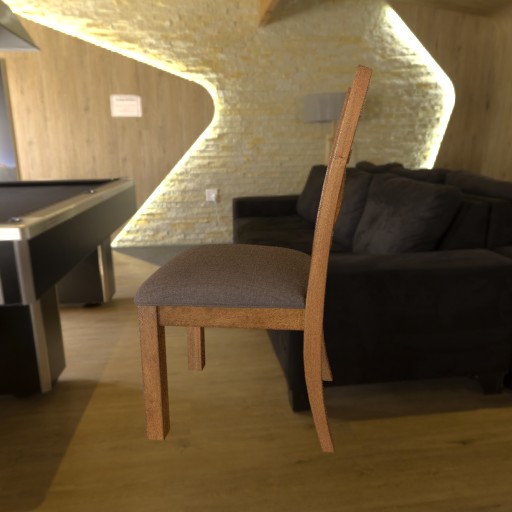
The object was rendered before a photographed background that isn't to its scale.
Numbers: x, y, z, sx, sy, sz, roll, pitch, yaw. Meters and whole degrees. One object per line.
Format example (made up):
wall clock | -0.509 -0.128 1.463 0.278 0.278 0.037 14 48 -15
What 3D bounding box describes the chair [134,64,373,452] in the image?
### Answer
chair | 0.000 0.000 1.277 0.581 0.949 0.470 2 14 8
